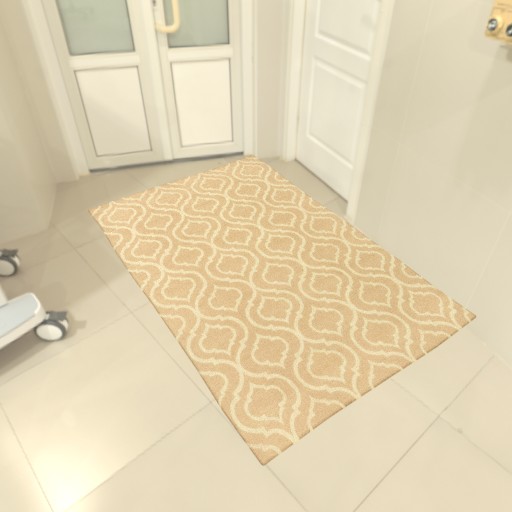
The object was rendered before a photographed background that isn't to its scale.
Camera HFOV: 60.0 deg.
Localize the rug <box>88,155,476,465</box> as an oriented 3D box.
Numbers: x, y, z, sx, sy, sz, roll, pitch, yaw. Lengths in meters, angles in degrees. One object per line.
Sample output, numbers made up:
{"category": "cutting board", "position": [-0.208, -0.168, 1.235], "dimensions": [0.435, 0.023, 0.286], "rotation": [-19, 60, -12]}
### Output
{"category": "rug", "position": [0.000, 0.000, 2.232], "dimensions": [1.152, 0.013, 1.761], "rotation": [-24, 47, -25]}
